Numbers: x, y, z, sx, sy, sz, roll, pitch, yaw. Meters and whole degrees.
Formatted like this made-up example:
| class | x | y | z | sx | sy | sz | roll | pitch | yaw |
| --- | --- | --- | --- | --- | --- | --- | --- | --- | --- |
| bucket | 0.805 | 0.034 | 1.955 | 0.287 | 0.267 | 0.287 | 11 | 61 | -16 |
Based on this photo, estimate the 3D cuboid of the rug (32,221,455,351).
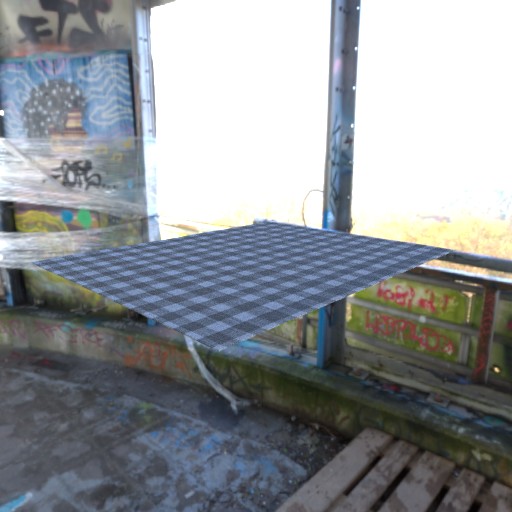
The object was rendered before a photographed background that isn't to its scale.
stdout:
| class | x | y | z | sx | sy | sz | roll | pitch | yaw |
| --- | --- | --- | --- | --- | --- | --- | --- | --- | --- |
| rug | 0.000 | 0.000 | 4.030 | 2.432 | 0.013 | 3.021 | 13 | 19 | 43 |
